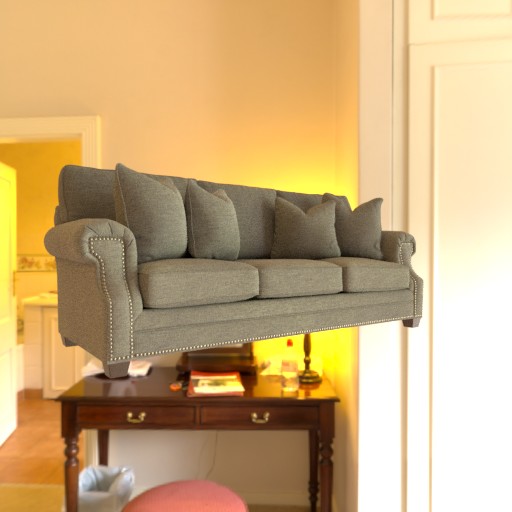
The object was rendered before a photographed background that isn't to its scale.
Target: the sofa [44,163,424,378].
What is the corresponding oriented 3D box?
[{"bbox_3d":[0.000,0.000,2.766,2.312,0.975,0.965,0,1,-36],"label":"sofa"}]
